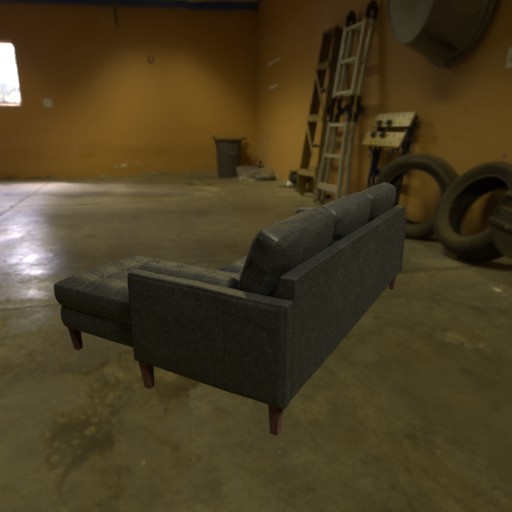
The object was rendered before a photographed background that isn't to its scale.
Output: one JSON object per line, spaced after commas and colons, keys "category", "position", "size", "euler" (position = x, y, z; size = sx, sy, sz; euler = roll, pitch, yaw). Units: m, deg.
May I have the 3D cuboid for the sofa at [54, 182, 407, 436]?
{"category": "sofa", "position": [0.000, 0.000, 2.961], "size": [1.497, 0.876, 2.178], "euler": [9, 18, 28]}
